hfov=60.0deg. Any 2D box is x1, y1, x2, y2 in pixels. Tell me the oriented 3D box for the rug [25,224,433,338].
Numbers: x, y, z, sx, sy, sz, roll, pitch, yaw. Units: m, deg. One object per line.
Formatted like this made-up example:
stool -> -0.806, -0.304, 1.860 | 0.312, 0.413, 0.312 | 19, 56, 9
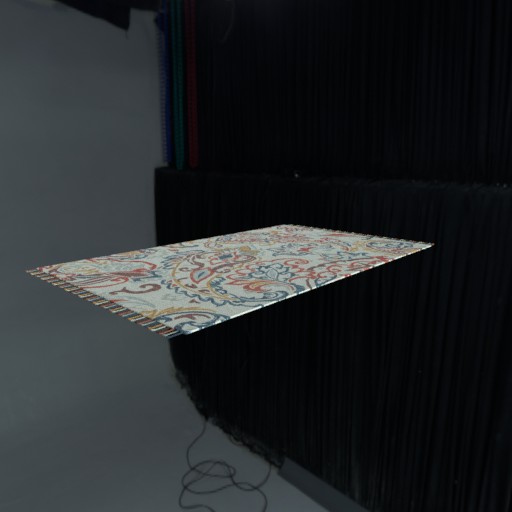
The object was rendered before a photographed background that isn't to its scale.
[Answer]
rug -> 0.000, 0.000, 3.155 | 1.523, 0.010, 2.584 | 12, 17, 42
